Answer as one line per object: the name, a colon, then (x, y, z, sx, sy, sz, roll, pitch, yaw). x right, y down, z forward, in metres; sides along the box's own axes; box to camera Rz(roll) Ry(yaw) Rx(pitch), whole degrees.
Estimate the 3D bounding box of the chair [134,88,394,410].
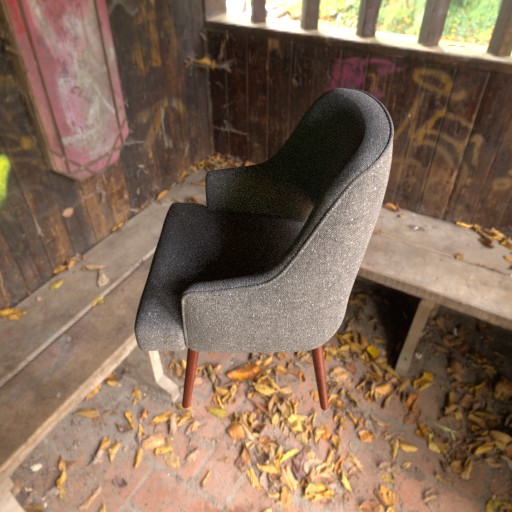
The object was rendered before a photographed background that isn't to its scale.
chair: (0.000, 0.000, 1.308, 0.629, 0.875, 0.608, 1, 40, 1)
